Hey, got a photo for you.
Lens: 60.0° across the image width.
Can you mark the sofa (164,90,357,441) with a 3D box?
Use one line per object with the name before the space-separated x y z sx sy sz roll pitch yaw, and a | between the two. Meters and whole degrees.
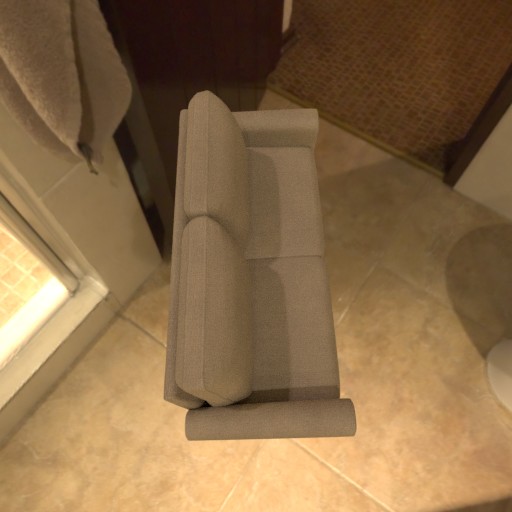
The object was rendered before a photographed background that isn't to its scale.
sofa | 0.000 0.000 2.506 0.842 0.942 1.935 -2 64 -1
